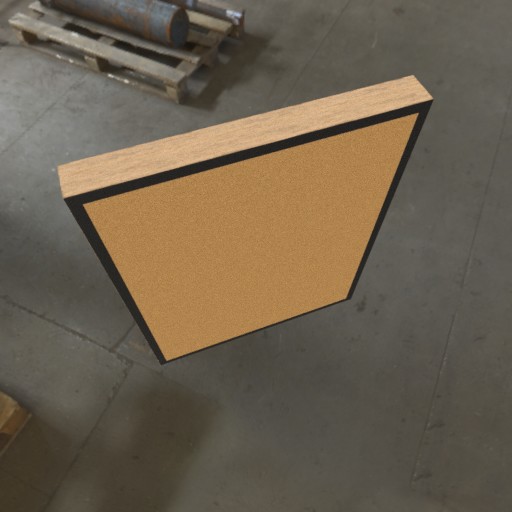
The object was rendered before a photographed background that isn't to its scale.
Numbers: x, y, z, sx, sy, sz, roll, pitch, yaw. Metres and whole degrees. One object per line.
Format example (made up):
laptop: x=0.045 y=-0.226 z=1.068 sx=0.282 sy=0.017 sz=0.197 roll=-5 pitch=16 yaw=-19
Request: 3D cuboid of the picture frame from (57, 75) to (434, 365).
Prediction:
picture frame: x=0.000 y=0.000 z=0.709 sx=0.421 sy=0.526 sz=0.046 roll=-18 pitch=60 yaw=-10
